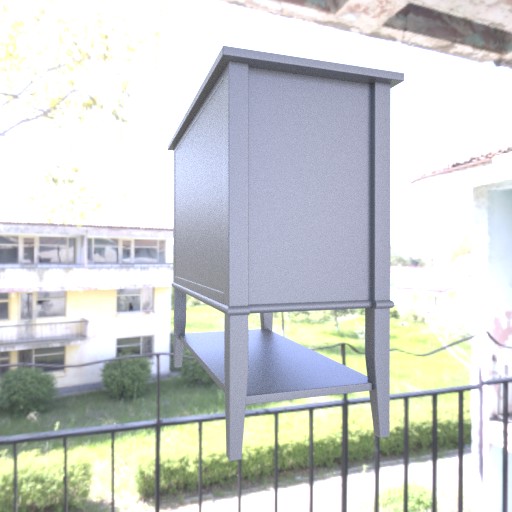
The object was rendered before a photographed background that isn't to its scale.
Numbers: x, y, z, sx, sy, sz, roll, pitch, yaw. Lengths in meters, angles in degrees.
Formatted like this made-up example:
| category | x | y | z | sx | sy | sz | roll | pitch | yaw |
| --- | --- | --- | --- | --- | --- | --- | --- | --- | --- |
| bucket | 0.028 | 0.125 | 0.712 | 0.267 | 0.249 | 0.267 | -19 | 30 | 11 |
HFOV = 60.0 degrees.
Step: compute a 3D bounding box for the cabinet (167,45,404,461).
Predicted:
| category | x | y | z | sx | sy | sz | roll | pitch | yaw |
| --- | --- | --- | --- | --- | --- | --- | --- | --- | --- |
| cabinet | 0.000 | 0.000 | 1.258 | 0.396 | 0.780 | 0.801 | 0 | 0 | -18 |
